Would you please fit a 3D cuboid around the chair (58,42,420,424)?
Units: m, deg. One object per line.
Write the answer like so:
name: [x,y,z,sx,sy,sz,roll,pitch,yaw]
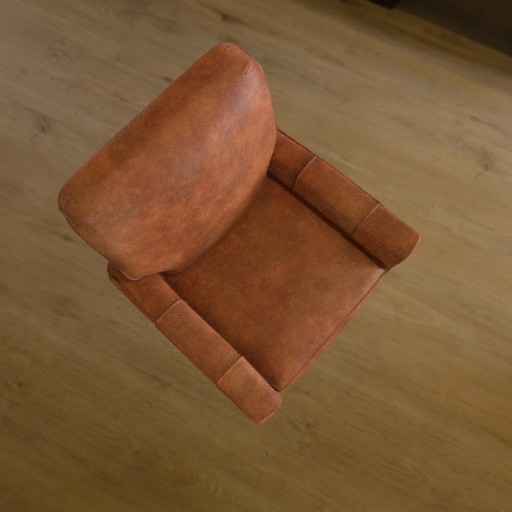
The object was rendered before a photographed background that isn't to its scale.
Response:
chair: [0.000,0.000,1.610,0.836,1.043,0.843,42,80,9]
